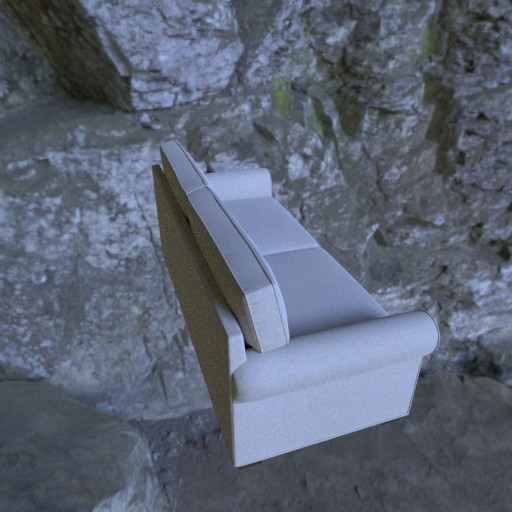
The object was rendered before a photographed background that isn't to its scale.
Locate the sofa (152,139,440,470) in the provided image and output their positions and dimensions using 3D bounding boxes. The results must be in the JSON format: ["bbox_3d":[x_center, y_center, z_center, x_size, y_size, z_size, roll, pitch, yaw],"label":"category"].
[{"bbox_3d":[0.000,0.000,2.627,0.901,0.962,2.146,-10,31,-16],"label":"sofa"}]
